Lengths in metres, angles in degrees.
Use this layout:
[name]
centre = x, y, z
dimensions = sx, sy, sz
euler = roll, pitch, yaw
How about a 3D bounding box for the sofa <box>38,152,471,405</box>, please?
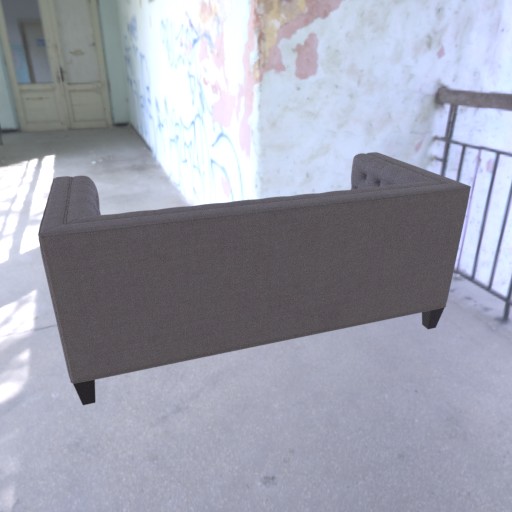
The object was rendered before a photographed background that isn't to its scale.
[sofa]
centre = 0.000, 0.000, 2.197
dimensions = 1.778, 0.762, 0.775
euler = -8, 26, -17
